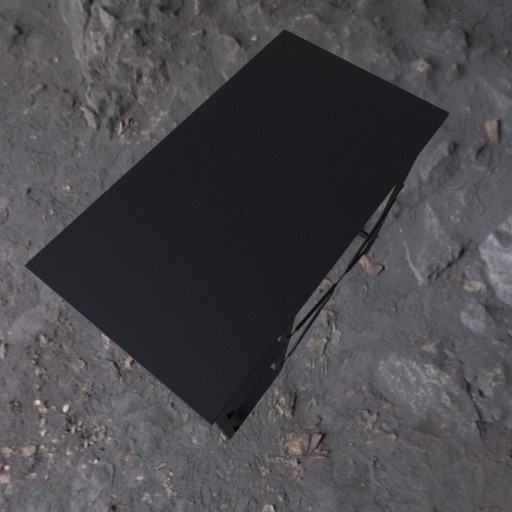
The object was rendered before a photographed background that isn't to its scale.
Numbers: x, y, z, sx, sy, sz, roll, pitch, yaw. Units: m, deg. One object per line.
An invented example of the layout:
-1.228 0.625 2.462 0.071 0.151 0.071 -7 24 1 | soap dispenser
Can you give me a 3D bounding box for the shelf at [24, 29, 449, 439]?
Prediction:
0.000 0.000 1.326 0.498 0.749 0.902 35 69 16 | shelf
